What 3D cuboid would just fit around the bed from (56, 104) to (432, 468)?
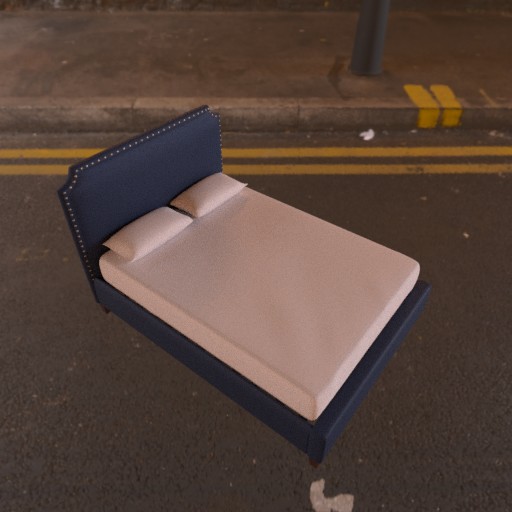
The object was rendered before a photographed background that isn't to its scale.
[{"bbox_3d":[0.000,0.000,3.517,2.372,1.443,1.712,27,48,28],"label":"bed"}]
